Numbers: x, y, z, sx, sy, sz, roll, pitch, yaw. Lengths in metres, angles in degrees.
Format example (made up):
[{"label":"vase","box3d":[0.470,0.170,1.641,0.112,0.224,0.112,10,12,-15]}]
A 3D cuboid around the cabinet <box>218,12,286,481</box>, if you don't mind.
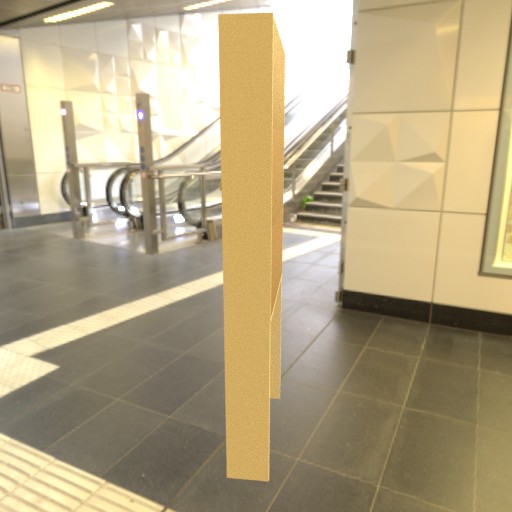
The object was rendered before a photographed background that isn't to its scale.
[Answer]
[{"label":"cabinet","box3d":[0.000,0.000,1.951,0.192,1.770,0.643,2,14,7]}]
